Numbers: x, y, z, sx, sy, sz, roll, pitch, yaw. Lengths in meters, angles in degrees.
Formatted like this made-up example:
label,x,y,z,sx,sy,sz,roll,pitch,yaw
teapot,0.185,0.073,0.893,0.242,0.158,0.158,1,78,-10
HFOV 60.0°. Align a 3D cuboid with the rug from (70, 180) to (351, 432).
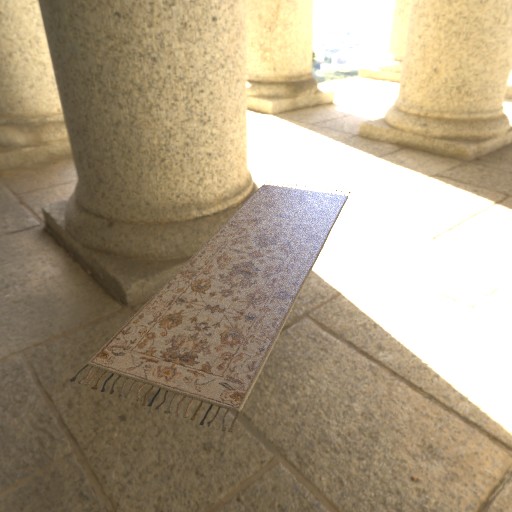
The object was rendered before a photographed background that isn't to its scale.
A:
label,x,y,z,sx,sy,sz,roll,pitch,yaw
rug,0.000,0.000,2.693,0.729,0.021,2.438,11,32,18
